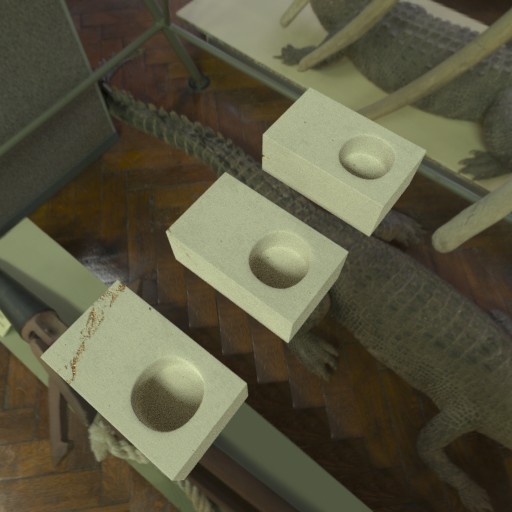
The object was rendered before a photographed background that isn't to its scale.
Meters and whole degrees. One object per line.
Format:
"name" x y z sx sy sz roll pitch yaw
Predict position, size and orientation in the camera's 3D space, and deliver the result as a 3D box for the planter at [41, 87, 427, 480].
"planter" 0.000 0.000 0.377 0.127 0.051 0.333 35 69 16
